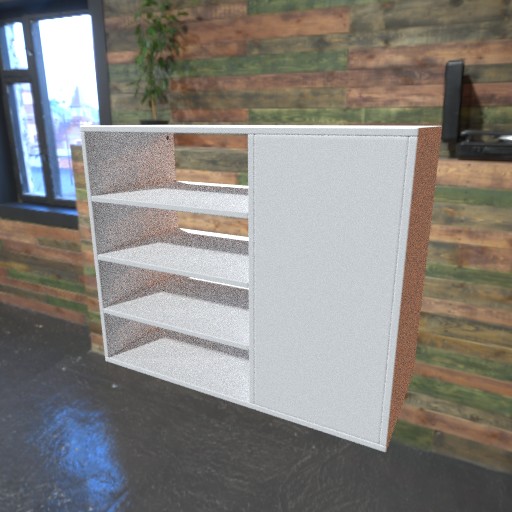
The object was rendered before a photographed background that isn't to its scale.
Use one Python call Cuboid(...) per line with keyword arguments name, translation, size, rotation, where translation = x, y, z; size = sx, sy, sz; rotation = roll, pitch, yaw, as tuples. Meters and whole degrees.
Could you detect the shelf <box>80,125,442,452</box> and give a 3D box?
Cuboid(name="shelf", translation=(0.000, 0.000, 1.299), size=(0.895, 0.732, 0.396), rotation=(9, 19, 26))
